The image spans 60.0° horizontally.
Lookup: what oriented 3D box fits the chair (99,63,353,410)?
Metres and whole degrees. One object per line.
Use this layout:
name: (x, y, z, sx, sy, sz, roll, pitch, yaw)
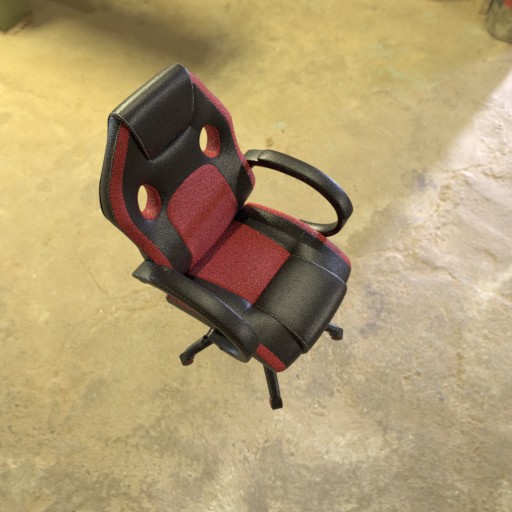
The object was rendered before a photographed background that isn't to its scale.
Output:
chair: (0.000, 0.000, 1.627, 0.783, 1.189, 0.750, 30, 63, 17)
